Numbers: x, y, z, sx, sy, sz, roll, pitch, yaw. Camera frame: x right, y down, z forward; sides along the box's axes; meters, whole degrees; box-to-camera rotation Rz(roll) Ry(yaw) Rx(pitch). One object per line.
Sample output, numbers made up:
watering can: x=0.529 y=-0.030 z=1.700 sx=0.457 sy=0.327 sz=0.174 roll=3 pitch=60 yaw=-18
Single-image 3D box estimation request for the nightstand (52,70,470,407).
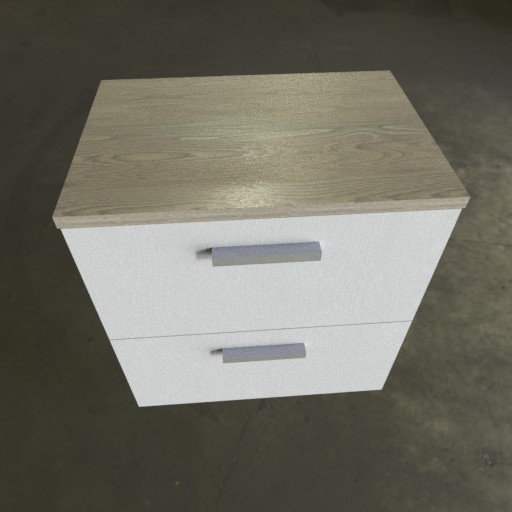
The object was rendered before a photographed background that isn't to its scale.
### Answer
nightstand: x=0.000 y=0.000 z=0.734 sx=0.442 sy=0.461 sz=0.325 roll=-3 pitch=47 yaw=-3
